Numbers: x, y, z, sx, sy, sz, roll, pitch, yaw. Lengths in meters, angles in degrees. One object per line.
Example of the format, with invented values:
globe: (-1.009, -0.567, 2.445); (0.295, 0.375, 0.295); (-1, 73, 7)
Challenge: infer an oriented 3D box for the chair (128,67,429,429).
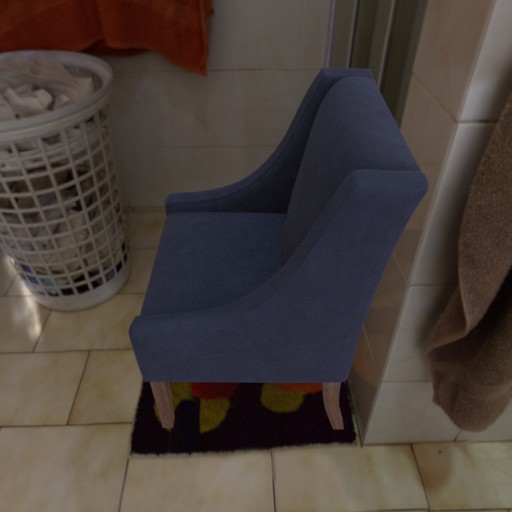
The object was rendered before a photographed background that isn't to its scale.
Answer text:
chair: (0.000, 0.000, 1.299); (0.629, 0.895, 0.629); (0, 42, 0)
